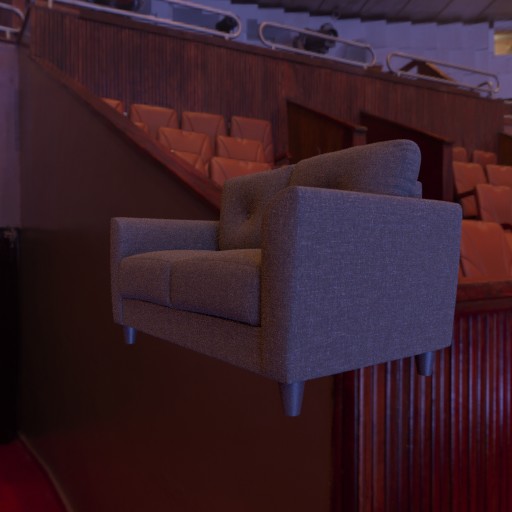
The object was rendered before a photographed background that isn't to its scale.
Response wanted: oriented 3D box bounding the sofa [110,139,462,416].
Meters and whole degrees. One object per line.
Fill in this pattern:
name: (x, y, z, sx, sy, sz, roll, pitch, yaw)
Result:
sofa: (0.000, 0.000, 1.945, 0.851, 0.885, 1.423, 0, 1, -37)
